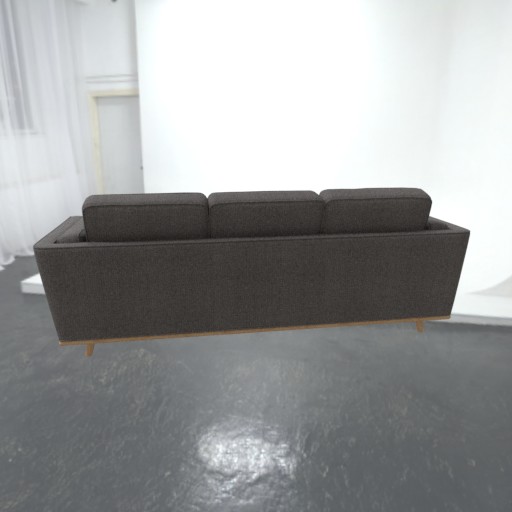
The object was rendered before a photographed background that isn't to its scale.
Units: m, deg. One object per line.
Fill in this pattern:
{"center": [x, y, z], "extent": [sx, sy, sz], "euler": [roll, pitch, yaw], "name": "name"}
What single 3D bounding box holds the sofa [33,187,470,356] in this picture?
{"center": [0.000, 0.000, 2.787], "extent": [2.362, 0.899, 0.903], "euler": [-2, 16, -9], "name": "sofa"}
